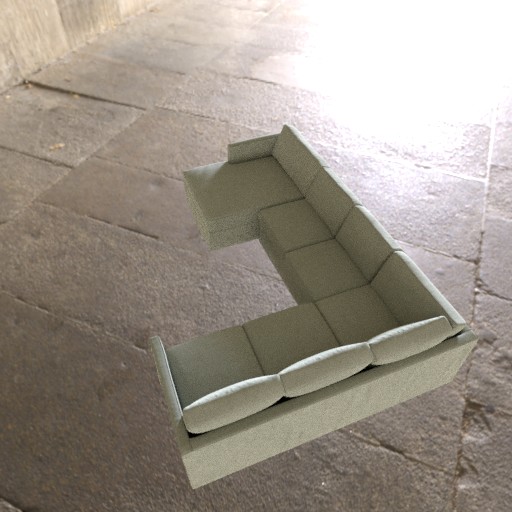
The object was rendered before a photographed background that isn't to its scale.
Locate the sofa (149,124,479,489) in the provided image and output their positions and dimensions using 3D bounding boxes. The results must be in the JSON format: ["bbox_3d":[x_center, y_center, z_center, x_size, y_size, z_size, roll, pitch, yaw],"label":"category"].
[{"bbox_3d":[0.000,0.000,4.445,2.440,0.869,3.434,-16,48,-15],"label":"sofa"}]
